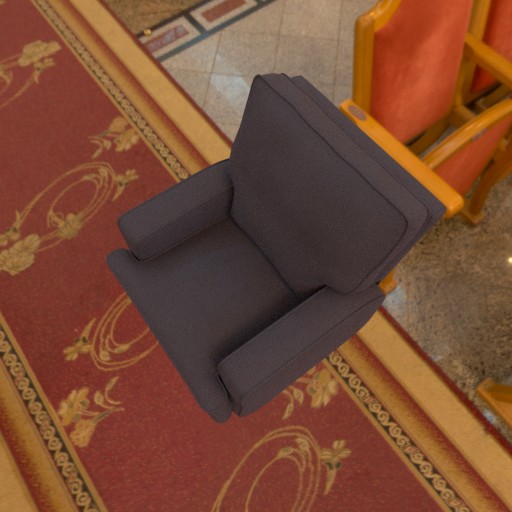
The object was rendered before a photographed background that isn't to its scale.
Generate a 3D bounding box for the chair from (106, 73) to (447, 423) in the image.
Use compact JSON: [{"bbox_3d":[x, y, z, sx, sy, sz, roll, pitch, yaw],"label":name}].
[{"bbox_3d":[0.000,0.000,1.714,0.964,0.962,0.861,-34,68,-15],"label":"chair"}]
